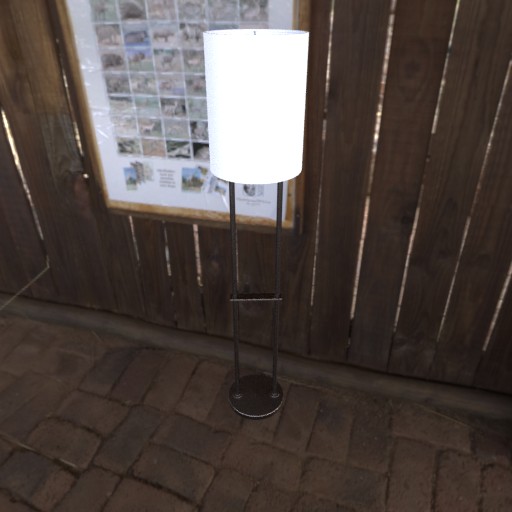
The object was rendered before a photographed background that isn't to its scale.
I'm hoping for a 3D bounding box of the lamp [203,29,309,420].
[{"bbox_3d":[0.000,0.000,1.659,0.306,1.500,0.305,-1,30,-1],"label":"lamp"}]
